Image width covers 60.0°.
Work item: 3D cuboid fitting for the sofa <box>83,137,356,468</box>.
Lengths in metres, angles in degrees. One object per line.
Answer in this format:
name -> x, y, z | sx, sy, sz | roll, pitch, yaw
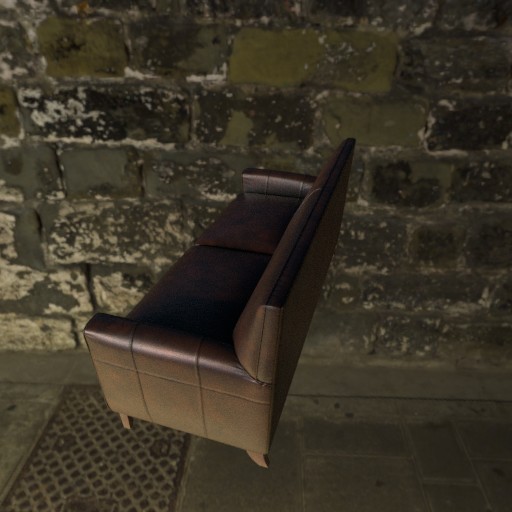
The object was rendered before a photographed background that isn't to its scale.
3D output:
sofa -> 0.000, 0.000, 2.442 | 0.786, 0.871, 1.995 | 9, 31, 15
